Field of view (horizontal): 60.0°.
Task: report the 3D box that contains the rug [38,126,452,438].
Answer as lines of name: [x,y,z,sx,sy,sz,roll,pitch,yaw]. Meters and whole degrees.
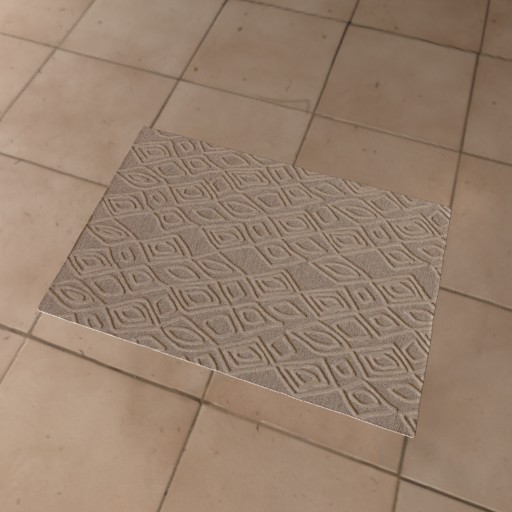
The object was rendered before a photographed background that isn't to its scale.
rug: [0.000,0.000,2.268,1.832,0.016,1.224,17,65,8]
